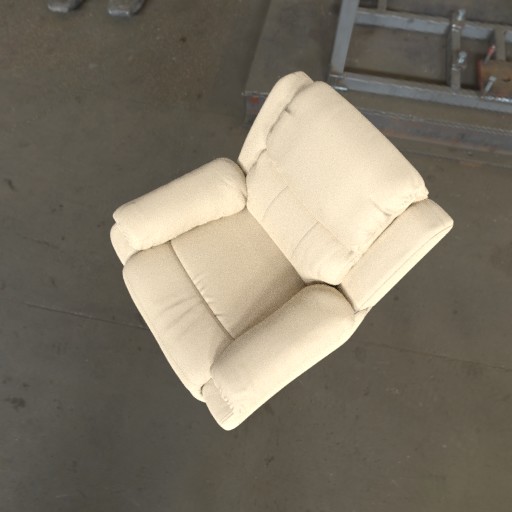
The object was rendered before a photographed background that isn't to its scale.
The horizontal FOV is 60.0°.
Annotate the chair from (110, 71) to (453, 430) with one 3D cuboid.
[{"bbox_3d":[0.000,0.000,1.259,0.709,0.702,0.680,-31,67,-14],"label":"chair"}]
